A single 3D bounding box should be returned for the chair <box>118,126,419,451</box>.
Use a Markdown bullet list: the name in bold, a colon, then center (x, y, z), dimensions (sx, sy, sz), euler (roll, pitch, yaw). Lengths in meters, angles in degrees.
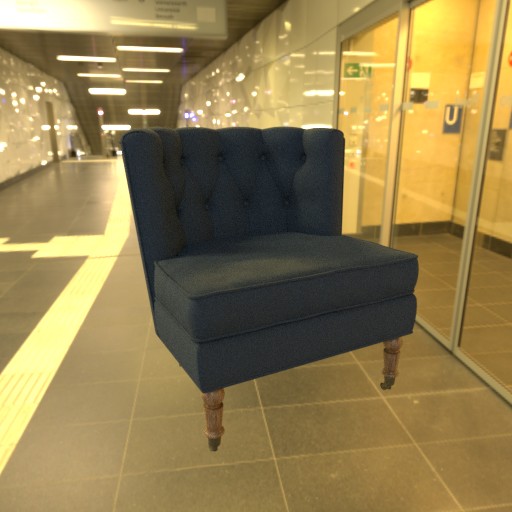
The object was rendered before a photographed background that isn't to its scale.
- **chair**: center (0.000, 0.000, 1.377), dimensions (0.740, 0.771, 0.718), euler (-8, 19, -26)
